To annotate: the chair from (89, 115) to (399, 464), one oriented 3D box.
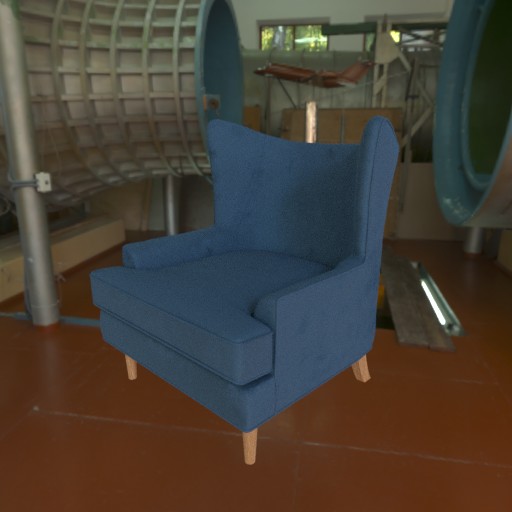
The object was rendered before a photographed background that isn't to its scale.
[{"bbox_3d":[0.000,0.000,1.589,0.793,0.952,0.910,15,22,42],"label":"chair"}]
